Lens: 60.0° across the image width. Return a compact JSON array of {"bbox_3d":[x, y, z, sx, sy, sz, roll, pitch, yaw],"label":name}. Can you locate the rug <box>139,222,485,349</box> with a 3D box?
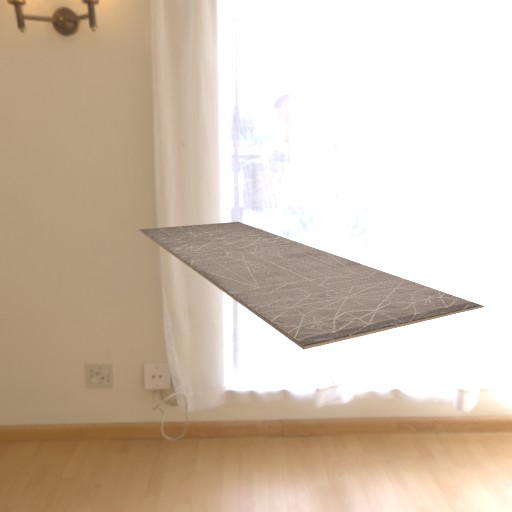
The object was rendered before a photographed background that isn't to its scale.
[{"bbox_3d":[0.000,0.000,2.635,0.864,0.012,2.388,-7,15,-26],"label":"rug"}]
